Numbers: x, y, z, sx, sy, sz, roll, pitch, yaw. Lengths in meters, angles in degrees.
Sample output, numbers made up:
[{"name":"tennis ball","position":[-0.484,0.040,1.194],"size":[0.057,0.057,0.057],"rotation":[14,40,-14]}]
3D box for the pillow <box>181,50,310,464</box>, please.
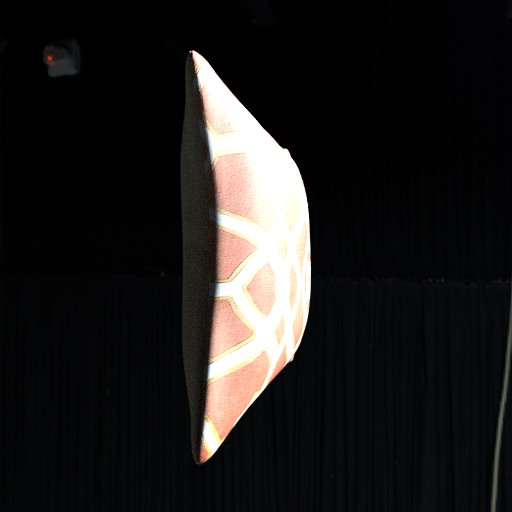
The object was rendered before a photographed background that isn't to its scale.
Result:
[{"name":"pillow","position":[0.000,0.000,0.803],"size":[0.166,0.508,0.552],"rotation":[0,0,16]}]
